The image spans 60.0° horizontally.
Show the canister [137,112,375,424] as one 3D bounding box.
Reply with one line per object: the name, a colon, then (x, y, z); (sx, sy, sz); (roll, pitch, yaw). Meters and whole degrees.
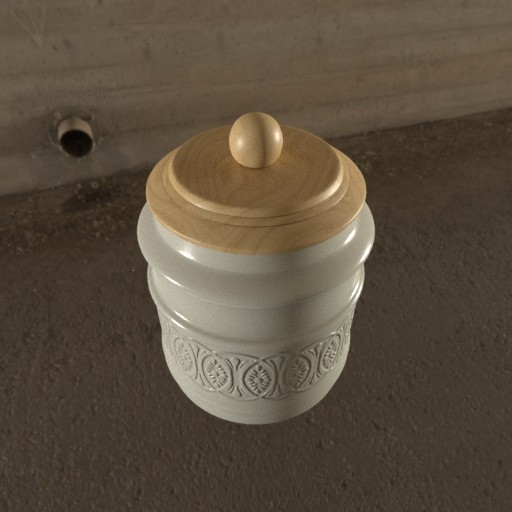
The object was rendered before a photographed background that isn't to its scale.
canister: (0.000, 0.000, 0.266); (0.130, 0.176, 0.130); (0, 42, 0)
